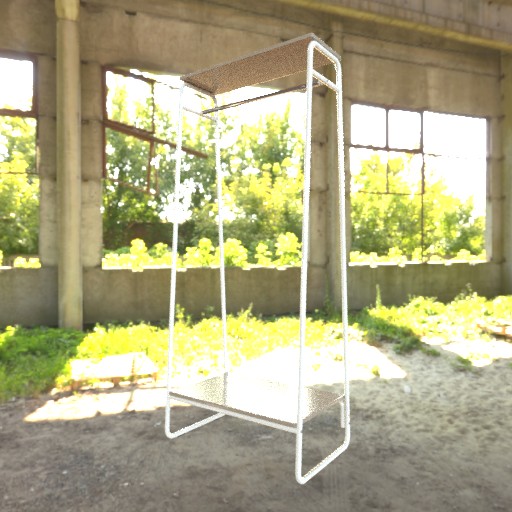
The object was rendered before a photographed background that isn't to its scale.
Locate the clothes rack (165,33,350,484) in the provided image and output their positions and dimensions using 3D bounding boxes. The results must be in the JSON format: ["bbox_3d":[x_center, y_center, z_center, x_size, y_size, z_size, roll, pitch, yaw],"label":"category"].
[{"bbox_3d":[0.000,0.000,1.779,0.640,1.512,0.400,0,0,36],"label":"clothes rack"}]
